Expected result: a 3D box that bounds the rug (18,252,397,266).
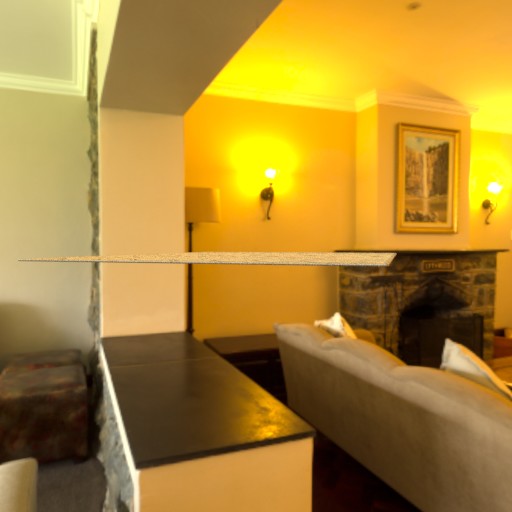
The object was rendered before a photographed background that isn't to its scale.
[{"bbox_3d":[0.000,0.000,4.098,2.441,0.016,3.050,0,2,18],"label":"rug"}]
